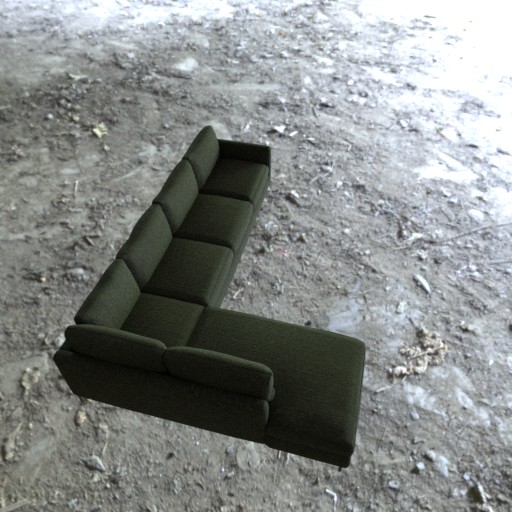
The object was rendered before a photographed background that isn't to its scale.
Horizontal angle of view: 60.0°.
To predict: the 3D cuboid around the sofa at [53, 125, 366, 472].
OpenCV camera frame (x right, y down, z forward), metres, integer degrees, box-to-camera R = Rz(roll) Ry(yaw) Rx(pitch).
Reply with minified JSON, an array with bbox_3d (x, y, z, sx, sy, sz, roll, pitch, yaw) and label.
[{"bbox_3d":[0.000,0.000,3.827,2.007,0.815,2.949,10,46,10],"label":"sofa"}]
